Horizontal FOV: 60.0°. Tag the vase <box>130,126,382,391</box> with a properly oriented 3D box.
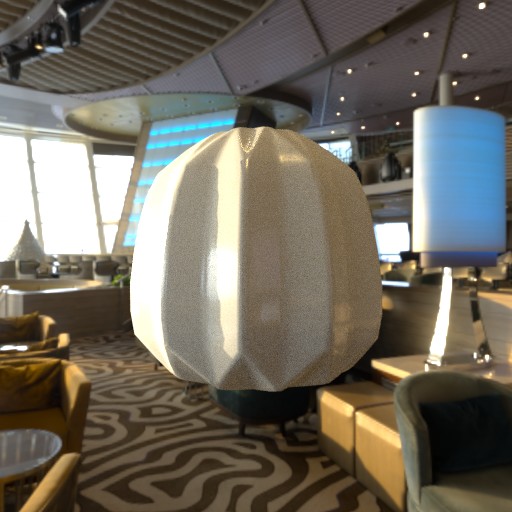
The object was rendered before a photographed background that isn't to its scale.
[{"bbox_3d":[0.000,0.000,0.252,0.139,0.134,0.139,0,0,0],"label":"vase"}]
